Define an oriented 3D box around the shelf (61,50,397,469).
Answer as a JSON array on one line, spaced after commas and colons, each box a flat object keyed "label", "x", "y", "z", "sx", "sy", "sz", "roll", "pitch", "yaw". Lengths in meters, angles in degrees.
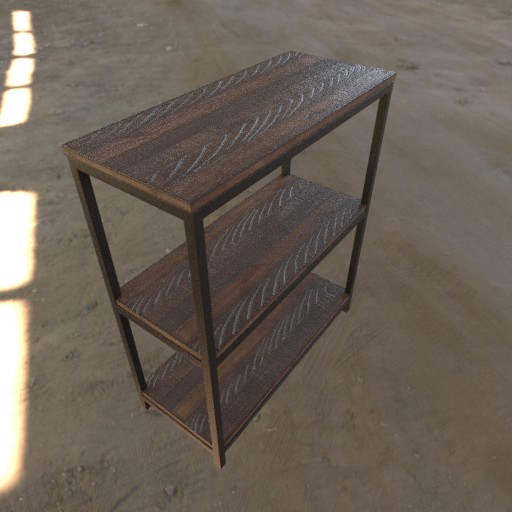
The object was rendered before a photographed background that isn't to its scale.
[{"label": "shelf", "x": 0.000, "y": 0.000, "z": 1.354, "sx": 0.352, "sy": 0.947, "sz": 0.822, "roll": 26, "pitch": 46, "yaw": 27}]
